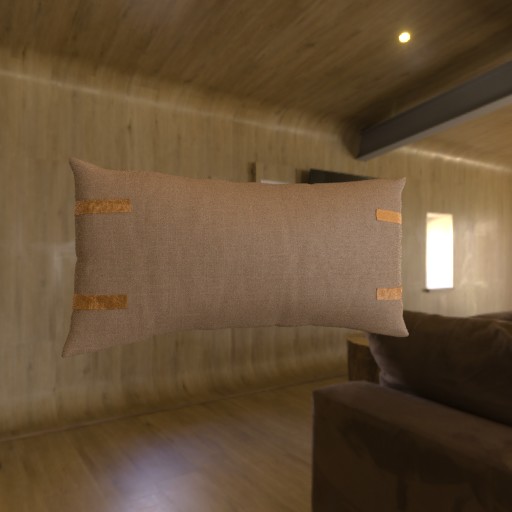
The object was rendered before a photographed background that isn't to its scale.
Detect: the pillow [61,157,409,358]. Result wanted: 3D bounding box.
[{"bbox_3d":[0.000,0.000,0.759,0.612,0.308,0.148,0,-1,-18],"label":"pillow"}]
